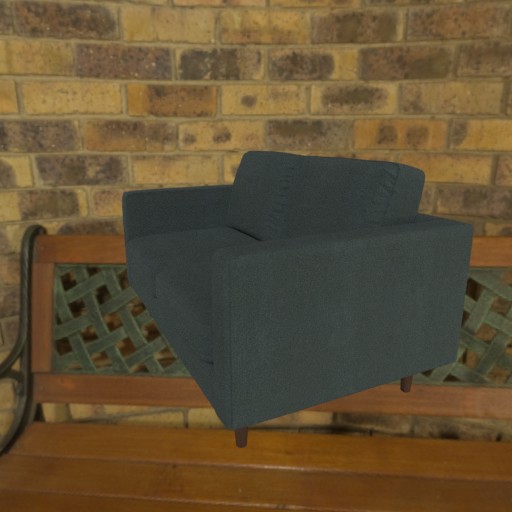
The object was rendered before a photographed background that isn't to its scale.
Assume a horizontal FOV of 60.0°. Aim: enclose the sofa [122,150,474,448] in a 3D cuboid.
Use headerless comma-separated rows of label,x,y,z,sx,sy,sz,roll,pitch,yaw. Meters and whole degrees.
sofa,0.000,0.000,2.087,0.999,0.930,1.518,-8,17,-25
